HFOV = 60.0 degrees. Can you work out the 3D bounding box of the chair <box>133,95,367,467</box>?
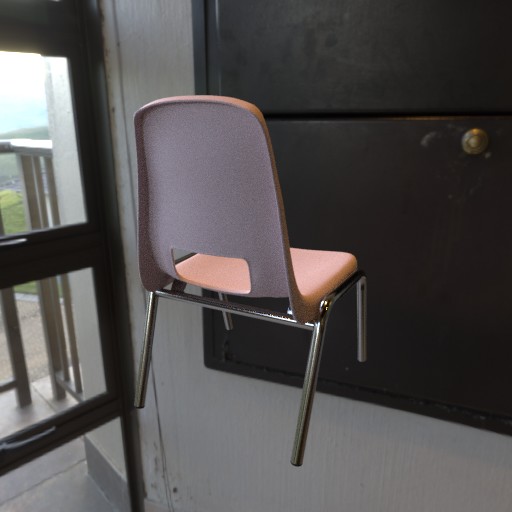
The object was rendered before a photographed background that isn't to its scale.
[{"bbox_3d":[0.000,0.000,0.810,0.354,0.536,0.385,9,19,26],"label":"chair"}]
